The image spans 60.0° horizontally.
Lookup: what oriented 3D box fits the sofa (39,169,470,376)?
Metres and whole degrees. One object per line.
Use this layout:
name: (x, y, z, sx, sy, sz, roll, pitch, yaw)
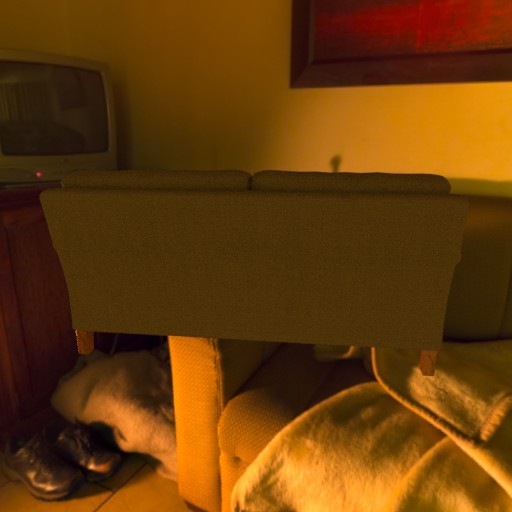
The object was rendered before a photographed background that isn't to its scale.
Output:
sofa: (0.000, 0.000, 2.742, 2.165, 1.087, 1.086, 2, 15, 7)
